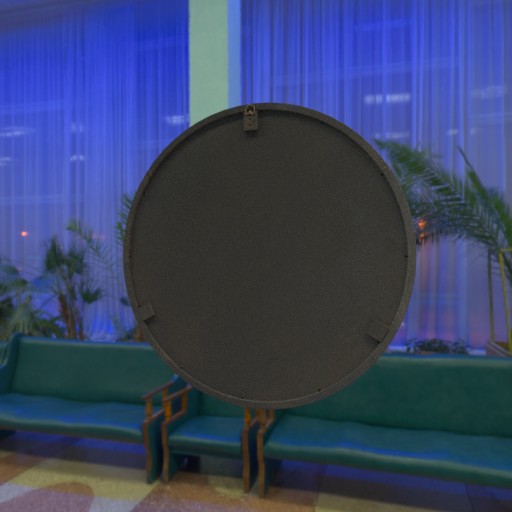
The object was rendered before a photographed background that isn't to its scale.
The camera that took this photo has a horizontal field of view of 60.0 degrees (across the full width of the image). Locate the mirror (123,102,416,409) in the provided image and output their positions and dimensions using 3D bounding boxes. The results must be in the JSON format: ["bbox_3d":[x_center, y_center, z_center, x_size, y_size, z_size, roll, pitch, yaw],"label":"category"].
[{"bbox_3d":[0.000,0.000,1.046,0.710,0.710,0.038,0,0,18],"label":"mirror"}]
